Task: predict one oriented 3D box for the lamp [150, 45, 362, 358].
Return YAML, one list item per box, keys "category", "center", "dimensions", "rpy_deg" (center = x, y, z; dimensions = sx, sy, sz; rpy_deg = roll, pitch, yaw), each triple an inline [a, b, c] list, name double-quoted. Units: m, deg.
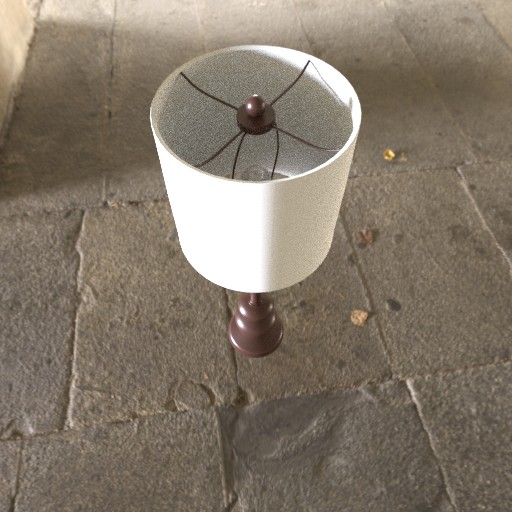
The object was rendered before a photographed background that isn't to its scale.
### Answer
- category: "lamp"
  center: [0.000, 0.000, 0.814]
  dimensions: [0.254, 0.690, 0.254]
  rpy_deg: [31, 62, 19]
